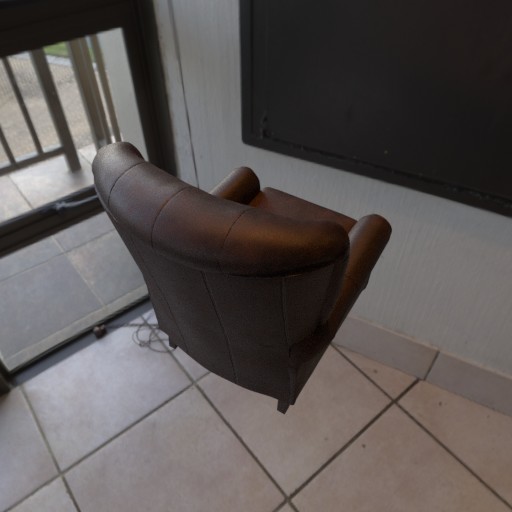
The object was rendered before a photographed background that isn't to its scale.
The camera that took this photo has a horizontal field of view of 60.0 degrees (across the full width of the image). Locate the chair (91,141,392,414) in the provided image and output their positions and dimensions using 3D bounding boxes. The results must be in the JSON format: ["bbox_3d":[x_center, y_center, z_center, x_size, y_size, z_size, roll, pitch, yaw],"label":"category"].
[{"bbox_3d":[0.000,0.000,1.912,0.948,1.158,1.058,24,50,22],"label":"chair"}]
